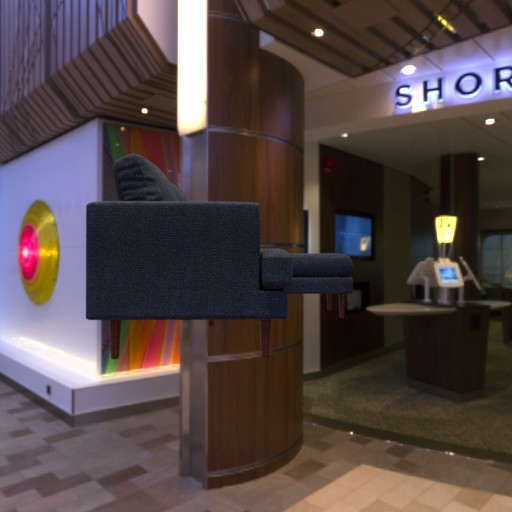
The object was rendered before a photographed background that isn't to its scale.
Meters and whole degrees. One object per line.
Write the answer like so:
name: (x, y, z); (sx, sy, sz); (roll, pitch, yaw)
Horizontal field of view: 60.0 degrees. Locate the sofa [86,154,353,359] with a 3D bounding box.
sofa: (0.000, 0.000, 3.016); (1.504, 0.956, 2.233); (0, 0, -1)
